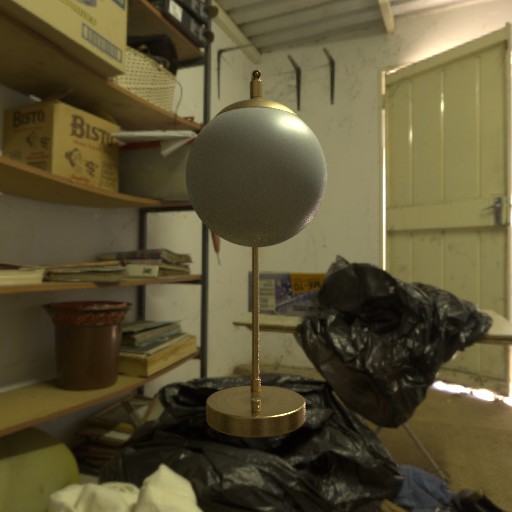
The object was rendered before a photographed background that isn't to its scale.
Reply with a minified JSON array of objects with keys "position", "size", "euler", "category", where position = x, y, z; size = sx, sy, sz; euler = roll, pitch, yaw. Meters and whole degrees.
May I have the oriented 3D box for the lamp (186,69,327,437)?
[{"position":[0.000,0.000,0.713],"size":[0.207,0.559,0.324],"euler":[0,0,0],"category":"lamp"}]
